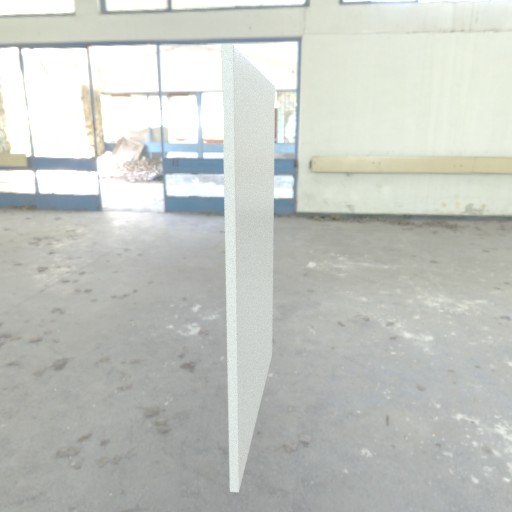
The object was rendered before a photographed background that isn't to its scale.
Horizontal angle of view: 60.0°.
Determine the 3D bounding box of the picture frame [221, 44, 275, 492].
[{"bbox_3d":[0.000,0.000,0.686,0.012,0.534,0.381,2,15,8],"label":"picture frame"}]
